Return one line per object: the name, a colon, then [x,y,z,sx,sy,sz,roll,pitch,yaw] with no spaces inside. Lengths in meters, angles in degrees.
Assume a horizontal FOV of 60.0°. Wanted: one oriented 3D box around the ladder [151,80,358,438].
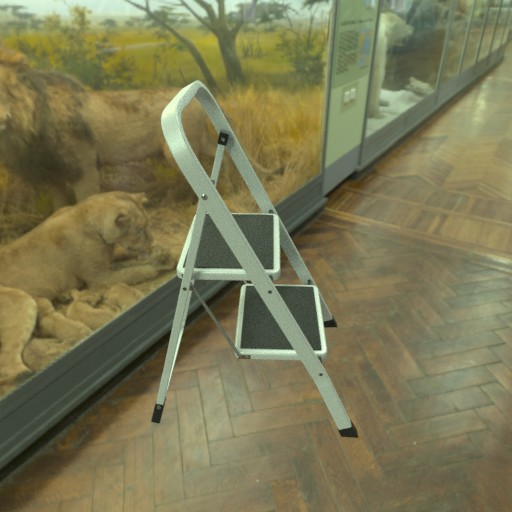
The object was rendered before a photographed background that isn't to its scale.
ladder: [0.000,0.000,1.138,0.544,0.810,0.460,1,31,2]
